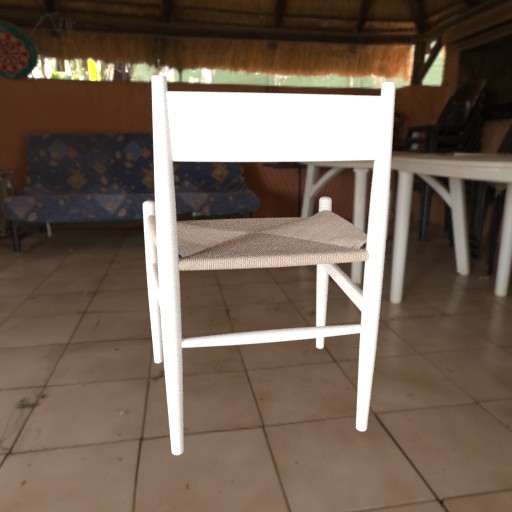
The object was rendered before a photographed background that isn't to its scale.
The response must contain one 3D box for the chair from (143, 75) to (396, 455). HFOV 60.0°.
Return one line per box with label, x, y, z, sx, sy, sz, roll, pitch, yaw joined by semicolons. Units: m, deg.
chair;0.000;0.000;1.097;0.556;0.762;0.495;-3;14;-11
